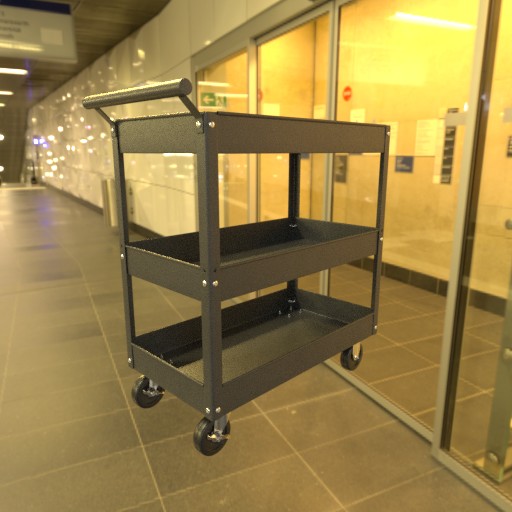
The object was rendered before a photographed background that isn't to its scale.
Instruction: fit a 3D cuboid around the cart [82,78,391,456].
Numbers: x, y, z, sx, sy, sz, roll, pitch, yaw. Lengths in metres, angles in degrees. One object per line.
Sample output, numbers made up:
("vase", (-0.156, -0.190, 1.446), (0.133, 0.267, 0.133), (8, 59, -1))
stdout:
("cart", (0.000, 0.000, 1.184), (0.719, 0.780, 0.366), (-13, 18, -43))
